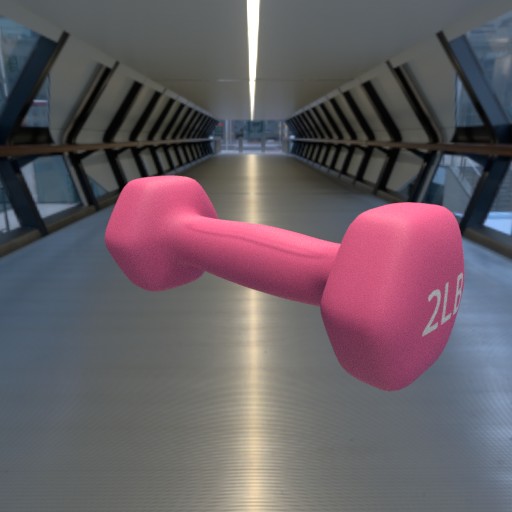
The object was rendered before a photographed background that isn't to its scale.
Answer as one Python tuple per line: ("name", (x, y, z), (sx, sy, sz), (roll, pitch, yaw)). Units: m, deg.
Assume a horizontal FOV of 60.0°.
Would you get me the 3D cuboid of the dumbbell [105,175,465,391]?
("dumbbell", (0.000, 0.000, 0.172), (0.146, 0.053, 0.058), (15, 22, 42))
